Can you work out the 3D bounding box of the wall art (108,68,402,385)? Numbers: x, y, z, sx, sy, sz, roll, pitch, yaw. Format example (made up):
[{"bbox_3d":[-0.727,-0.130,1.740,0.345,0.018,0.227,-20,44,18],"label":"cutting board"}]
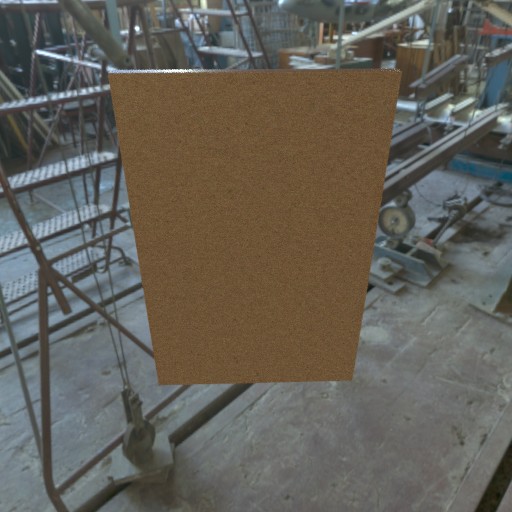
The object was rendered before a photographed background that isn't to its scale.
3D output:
[{"bbox_3d":[0.000,0.000,1.171,0.610,0.914,0.037,-1,31,-2],"label":"wall art"}]
